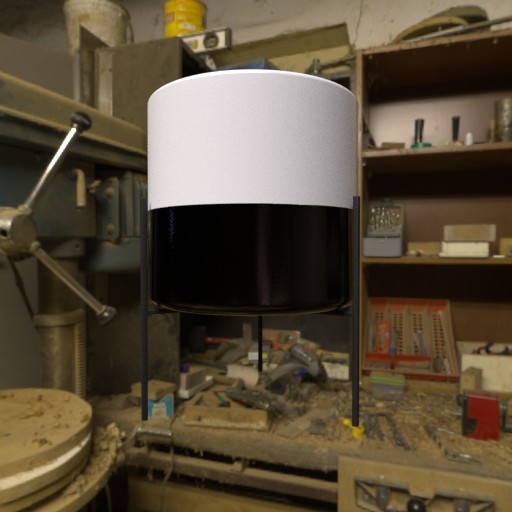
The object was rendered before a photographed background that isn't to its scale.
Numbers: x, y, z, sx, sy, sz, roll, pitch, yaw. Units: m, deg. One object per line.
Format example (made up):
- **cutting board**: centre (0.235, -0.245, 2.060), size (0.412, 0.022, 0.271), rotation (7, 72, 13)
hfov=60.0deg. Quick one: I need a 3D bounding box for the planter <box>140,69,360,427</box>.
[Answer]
- **planter**: centre (0.000, 0.000, 0.655), size (0.310, 0.432, 0.310), rotation (0, 1, 19)
